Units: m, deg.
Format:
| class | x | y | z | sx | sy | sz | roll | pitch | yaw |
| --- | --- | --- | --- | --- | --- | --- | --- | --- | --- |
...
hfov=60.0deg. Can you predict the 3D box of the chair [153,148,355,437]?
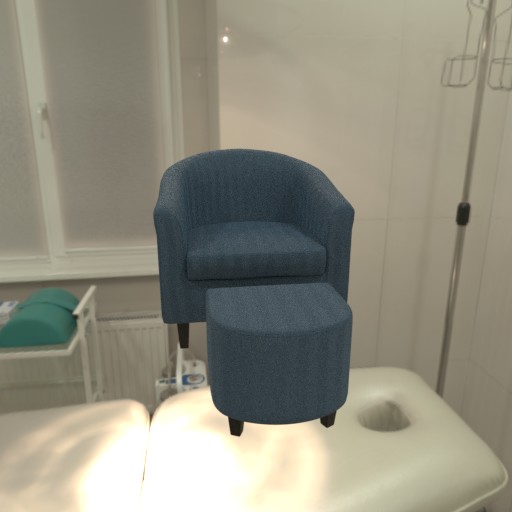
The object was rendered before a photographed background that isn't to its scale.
| class | x | y | z | sx | sy | sz | roll | pitch | yaw |
| --- | --- | --- | --- | --- | --- | --- | --- | --- | --- |
| chair | 0.000 | 0.000 | 1.722 | 0.756 | 0.757 | 1.288 | -2 | 16 | -8 |
